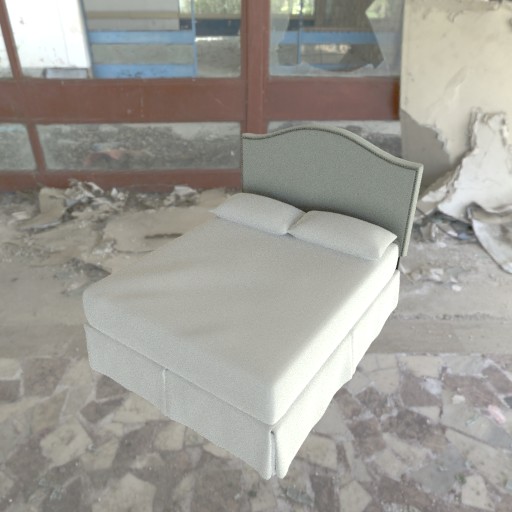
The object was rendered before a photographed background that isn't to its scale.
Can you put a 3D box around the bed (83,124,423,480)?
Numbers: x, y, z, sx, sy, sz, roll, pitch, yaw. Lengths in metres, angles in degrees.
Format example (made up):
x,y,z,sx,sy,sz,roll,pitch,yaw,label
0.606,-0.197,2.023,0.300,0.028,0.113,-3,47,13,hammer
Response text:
x,y,z,sx,sy,sz,roll,pitch,yaw,label
0.000,0.000,3.449,1.813,1.607,2.180,19,35,30,bed
